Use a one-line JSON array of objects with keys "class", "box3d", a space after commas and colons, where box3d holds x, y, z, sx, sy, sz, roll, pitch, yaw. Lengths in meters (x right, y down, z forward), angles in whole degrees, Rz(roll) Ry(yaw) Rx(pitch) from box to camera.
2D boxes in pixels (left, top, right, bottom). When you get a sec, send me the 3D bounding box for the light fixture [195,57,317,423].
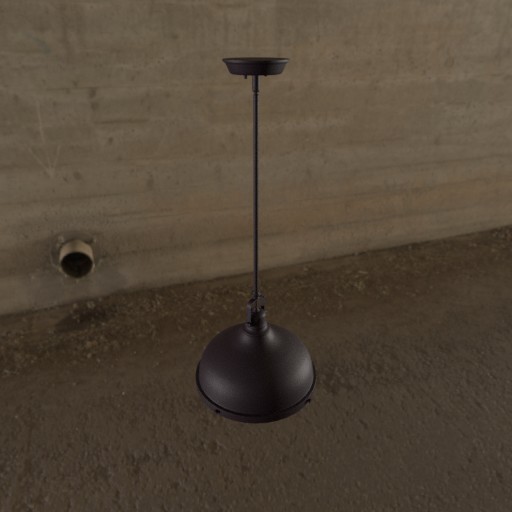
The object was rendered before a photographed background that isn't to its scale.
[{"class": "light fixture", "box3d": [0.000, 0.000, 1.043, 0.341, 0.849, 0.341, 18, 32, 32]}]
